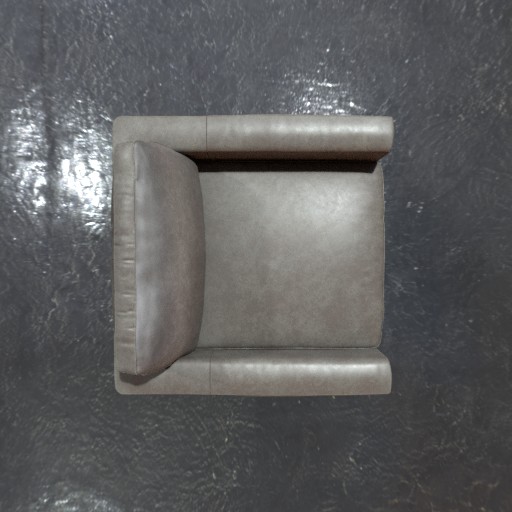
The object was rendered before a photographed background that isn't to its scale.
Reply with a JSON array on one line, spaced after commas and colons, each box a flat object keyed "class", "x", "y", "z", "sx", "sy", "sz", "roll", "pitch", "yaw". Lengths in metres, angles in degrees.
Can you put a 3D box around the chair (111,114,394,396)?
[{"class": "chair", "x": 0.000, "y": 0.000, "z": 1.835, "sx": 1.080, "sy": 0.807, "sz": 1.106, "roll": 0, "pitch": 92, "yaw": 0}]
